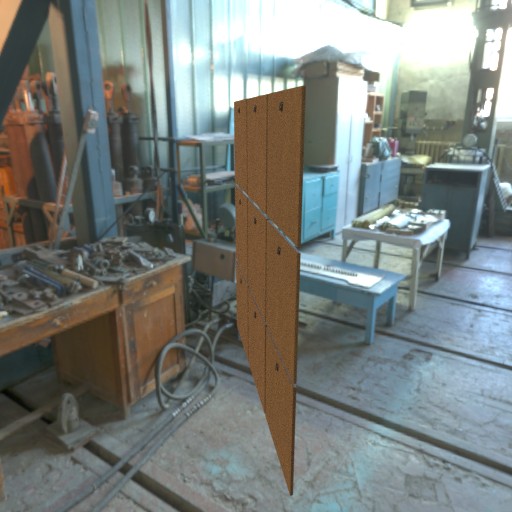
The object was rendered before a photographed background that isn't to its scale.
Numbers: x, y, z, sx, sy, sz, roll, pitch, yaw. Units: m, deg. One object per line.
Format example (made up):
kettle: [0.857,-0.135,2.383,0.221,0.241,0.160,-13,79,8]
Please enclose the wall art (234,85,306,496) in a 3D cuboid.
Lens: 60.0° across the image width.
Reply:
wall art: [0.000,0.000,2.246,0.023,1.522,1.526,-3,18,-10]
